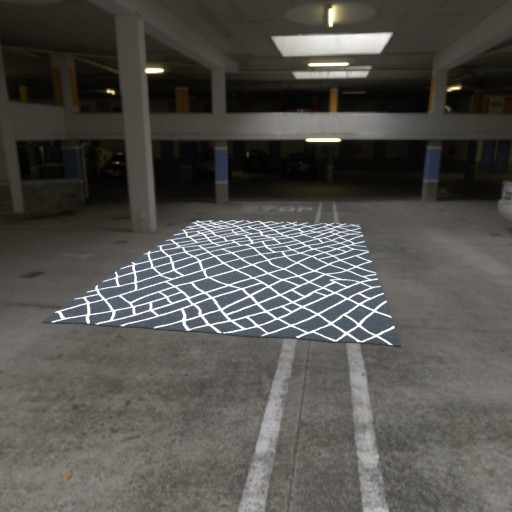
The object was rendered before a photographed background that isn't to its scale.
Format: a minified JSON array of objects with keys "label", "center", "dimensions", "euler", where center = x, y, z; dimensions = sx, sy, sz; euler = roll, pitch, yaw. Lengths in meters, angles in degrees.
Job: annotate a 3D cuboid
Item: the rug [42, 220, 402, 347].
[{"label":"rug","center":[0.000,0.000,2.994],"dimensions":[1.529,0.017,2.448],"euler":[2,15,9]}]
